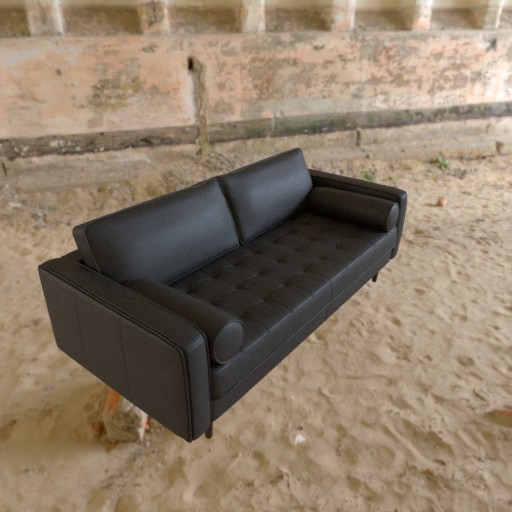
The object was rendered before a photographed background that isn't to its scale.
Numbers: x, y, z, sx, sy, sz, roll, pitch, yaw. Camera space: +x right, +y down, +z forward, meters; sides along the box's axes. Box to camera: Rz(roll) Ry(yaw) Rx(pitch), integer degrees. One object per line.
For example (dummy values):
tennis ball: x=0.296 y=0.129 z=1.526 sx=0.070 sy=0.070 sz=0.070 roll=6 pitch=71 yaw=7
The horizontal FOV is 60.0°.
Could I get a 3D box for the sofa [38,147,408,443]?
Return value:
sofa: x=0.000 y=0.000 z=2.333 sx=0.921 sy=0.770 sz=1.879 roll=20 pitch=34 yaw=33
